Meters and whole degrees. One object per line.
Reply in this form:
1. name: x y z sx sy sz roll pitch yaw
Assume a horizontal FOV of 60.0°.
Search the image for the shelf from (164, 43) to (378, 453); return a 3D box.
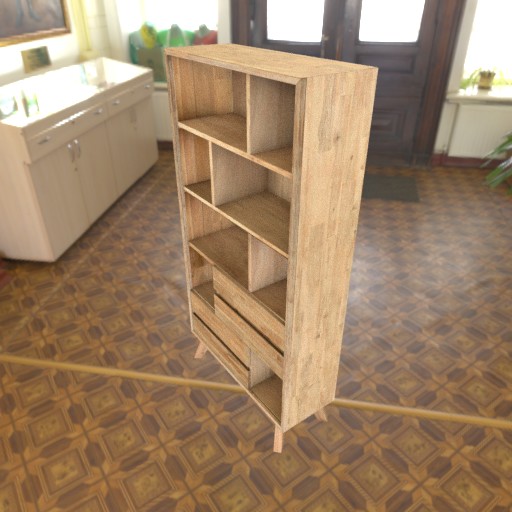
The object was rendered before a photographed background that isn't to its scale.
1. shelf: 0.000 0.000 1.778 0.308 1.471 0.748 -21 37 -30
